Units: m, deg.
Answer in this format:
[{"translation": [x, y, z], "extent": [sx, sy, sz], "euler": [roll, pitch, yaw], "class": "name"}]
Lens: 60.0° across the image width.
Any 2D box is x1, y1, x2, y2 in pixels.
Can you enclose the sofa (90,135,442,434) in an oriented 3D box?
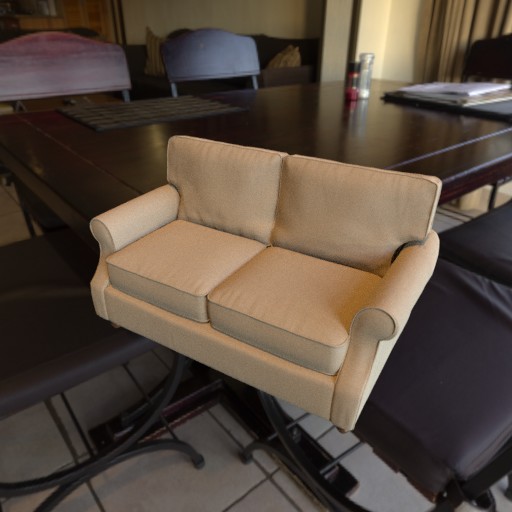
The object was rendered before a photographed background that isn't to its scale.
[{"translation": [0.000, 0.000, 2.281], "extent": [1.665, 0.937, 0.964], "euler": [17, 33, 27], "class": "sofa"}]
